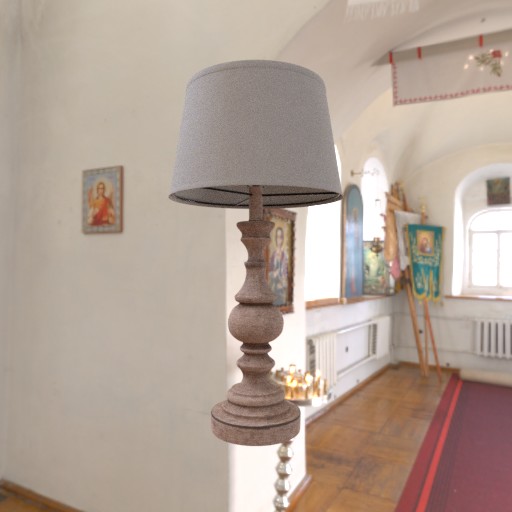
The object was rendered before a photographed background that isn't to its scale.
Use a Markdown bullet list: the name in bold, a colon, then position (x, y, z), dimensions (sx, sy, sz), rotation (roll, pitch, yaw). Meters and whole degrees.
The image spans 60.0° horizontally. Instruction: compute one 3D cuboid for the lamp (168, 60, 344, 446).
- **lamp**: position (0.000, 0.000, 0.876), dimensions (0.340, 0.678, 0.340), rotation (0, 0, 0)
